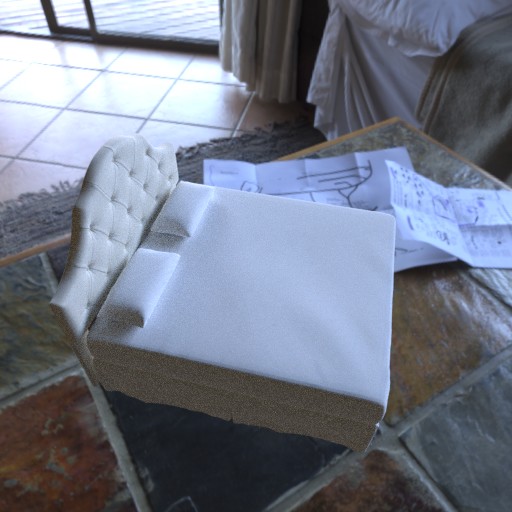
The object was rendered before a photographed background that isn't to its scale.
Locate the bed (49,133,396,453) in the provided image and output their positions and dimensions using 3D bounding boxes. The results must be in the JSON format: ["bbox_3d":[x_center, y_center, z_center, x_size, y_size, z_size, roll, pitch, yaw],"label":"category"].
[{"bbox_3d":[0.000,0.000,3.450,2.214,1.615,2.008,10,47,10],"label":"bed"}]
